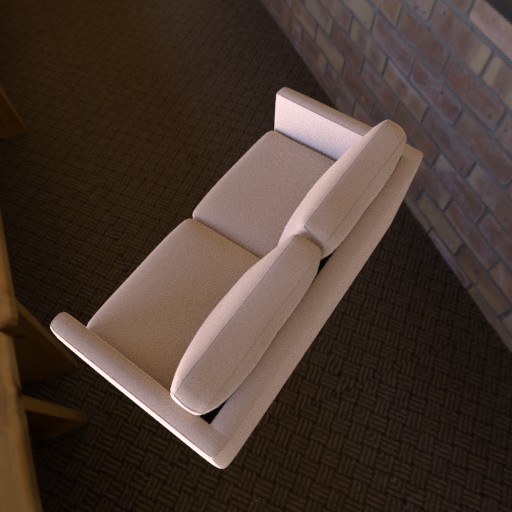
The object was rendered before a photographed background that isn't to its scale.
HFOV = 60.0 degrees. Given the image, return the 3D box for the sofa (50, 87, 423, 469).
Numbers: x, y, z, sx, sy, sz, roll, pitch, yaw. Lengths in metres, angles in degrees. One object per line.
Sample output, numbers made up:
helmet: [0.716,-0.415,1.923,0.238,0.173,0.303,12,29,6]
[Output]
sofa: [0.000,0.000,2.188,0.873,0.888,1.722,32,66,16]
